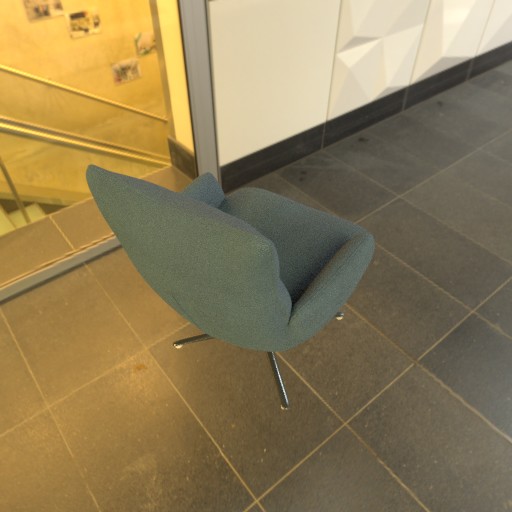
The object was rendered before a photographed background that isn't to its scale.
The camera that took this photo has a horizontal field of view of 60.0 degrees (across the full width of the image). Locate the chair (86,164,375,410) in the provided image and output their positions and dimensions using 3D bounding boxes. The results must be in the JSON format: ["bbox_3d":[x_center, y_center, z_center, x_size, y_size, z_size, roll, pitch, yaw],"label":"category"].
[{"bbox_3d":[0.000,0.000,1.587,0.711,1.016,0.889,24,50,22],"label":"chair"}]
